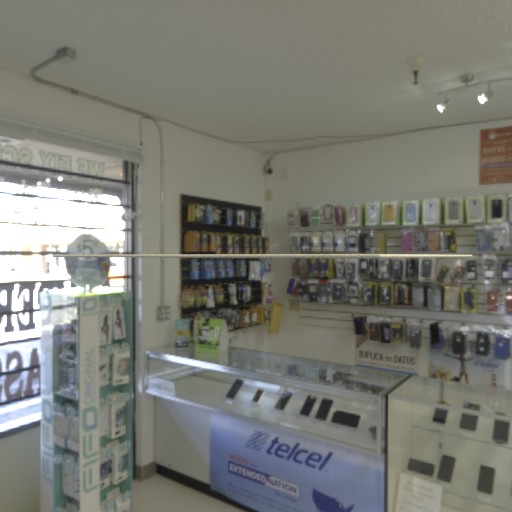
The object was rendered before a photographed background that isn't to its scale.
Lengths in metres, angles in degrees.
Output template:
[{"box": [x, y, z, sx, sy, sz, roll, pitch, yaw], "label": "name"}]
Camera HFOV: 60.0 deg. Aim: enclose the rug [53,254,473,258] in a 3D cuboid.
[{"box": [0.000, 0.000, 2.308, 1.829, 0.013, 1.219, 0, 0, 37], "label": "rug"}]
